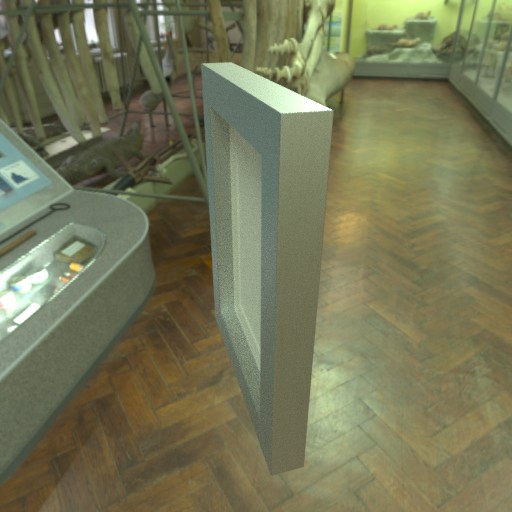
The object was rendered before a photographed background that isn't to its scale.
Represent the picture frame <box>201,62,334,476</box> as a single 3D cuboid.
[{"bbox_3d":[0.000,0.000,0.278,0.028,0.208,0.157,-8,31,-14],"label":"picture frame"}]
